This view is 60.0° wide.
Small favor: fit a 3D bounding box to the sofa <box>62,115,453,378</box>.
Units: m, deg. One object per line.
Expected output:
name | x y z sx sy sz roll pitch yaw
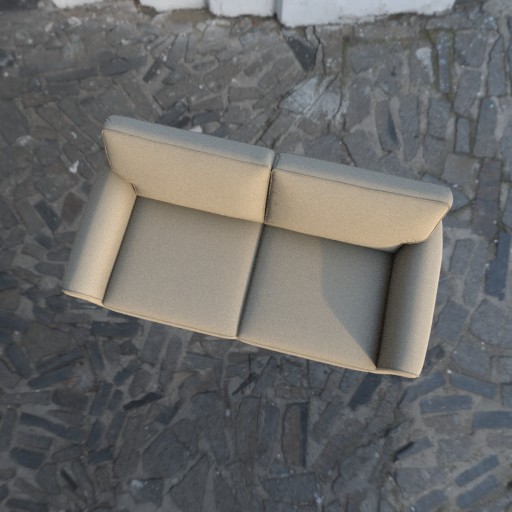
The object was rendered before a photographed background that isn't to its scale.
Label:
sofa | 0.000 0.000 2.435 1.930 0.952 0.940 13 76 3
